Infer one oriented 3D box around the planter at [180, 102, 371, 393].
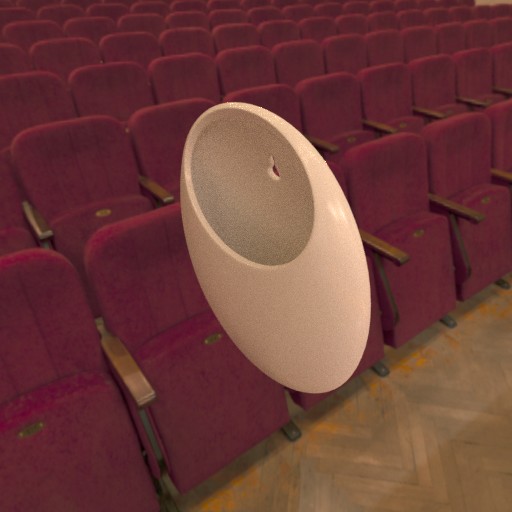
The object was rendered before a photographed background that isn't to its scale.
[{"bbox_3d":[0.000,0.000,0.284,0.043,0.188,0.185,-22,39,-30],"label":"planter"}]
